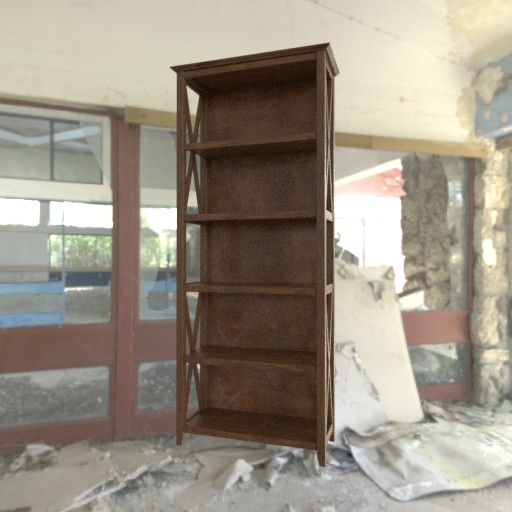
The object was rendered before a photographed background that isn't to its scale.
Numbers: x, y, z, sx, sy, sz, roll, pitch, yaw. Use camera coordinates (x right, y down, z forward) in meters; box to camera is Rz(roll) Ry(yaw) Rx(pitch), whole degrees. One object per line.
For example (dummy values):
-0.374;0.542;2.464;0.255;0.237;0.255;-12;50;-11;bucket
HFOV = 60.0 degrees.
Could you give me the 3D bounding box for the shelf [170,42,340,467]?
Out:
0.000;0.000;2.256;0.805;1.905;0.335;0;0;18;shelf
